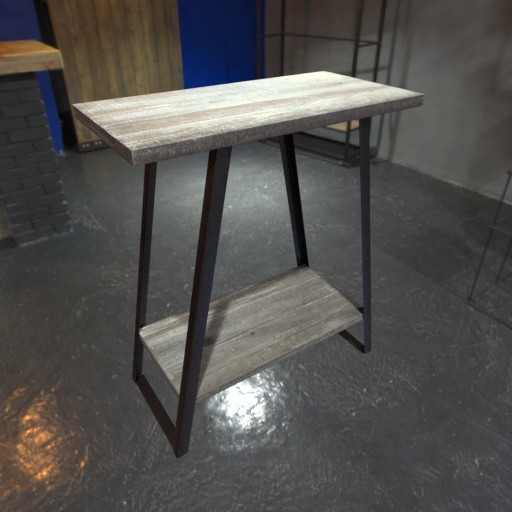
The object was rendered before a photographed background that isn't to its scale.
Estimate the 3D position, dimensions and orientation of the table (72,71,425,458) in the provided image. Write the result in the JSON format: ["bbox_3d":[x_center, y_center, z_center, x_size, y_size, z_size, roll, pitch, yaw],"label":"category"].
[{"bbox_3d":[0.000,0.000,1.023,0.599,0.701,0.300,-20,37,-28],"label":"table"}]
